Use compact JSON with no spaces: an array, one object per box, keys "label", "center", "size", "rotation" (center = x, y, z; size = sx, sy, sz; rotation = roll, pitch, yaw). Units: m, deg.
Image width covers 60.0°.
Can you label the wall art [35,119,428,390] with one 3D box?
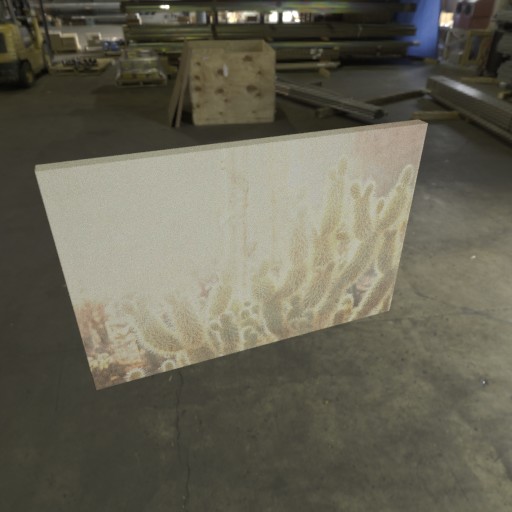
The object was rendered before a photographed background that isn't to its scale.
[{"label":"wall art","center":[0.000,0.000,1.157],"size":[0.916,0.608,0.040],"rotation":[-12,34,-18]}]
